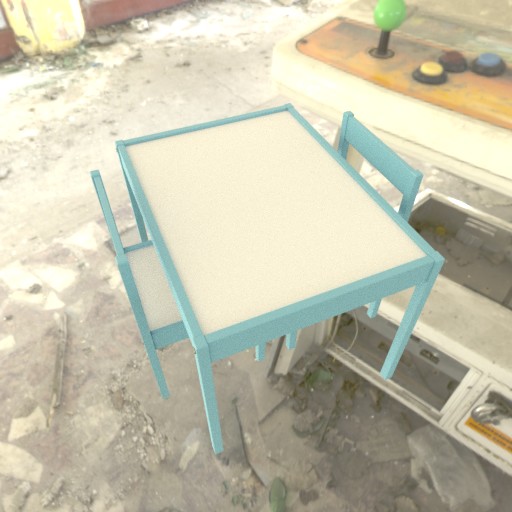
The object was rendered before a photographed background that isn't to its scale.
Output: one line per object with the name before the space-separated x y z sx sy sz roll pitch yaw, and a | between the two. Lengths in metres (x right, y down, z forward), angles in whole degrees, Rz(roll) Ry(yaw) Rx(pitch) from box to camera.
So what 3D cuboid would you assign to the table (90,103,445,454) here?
table | 0.000 0.000 1.098 0.633 0.503 0.639 -18 49 -16
